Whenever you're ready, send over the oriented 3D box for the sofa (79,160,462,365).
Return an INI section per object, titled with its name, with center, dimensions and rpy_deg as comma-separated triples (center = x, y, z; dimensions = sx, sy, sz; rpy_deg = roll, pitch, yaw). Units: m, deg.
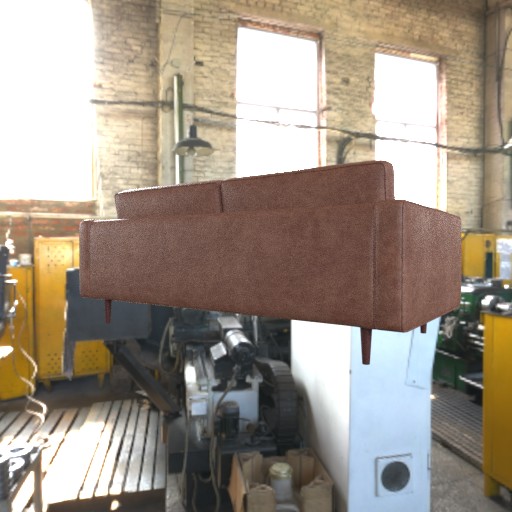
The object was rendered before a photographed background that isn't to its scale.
[sofa]
center = 0.000, 0.000, 2.345
dimensions = 1.870, 0.760, 0.910
rpy_deg = 1, 1, 36
